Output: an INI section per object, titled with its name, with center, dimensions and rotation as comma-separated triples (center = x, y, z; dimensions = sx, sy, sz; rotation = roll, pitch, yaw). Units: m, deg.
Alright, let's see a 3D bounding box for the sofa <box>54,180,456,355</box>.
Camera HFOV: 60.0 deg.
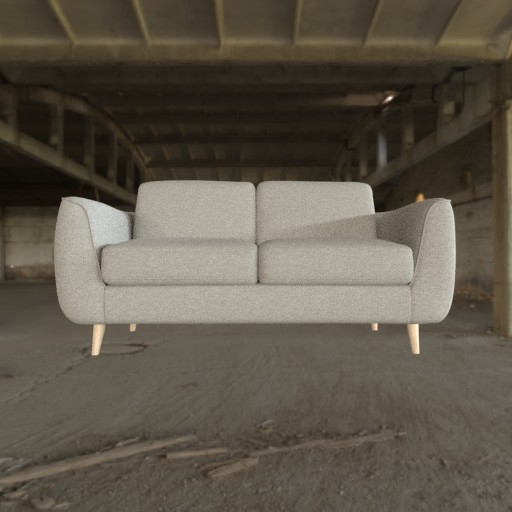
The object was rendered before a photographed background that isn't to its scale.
[sofa]
center = 0.000, 0.000, 2.235
dimensions = 1.700, 0.850, 0.920
rotation = 0, 0, -1
